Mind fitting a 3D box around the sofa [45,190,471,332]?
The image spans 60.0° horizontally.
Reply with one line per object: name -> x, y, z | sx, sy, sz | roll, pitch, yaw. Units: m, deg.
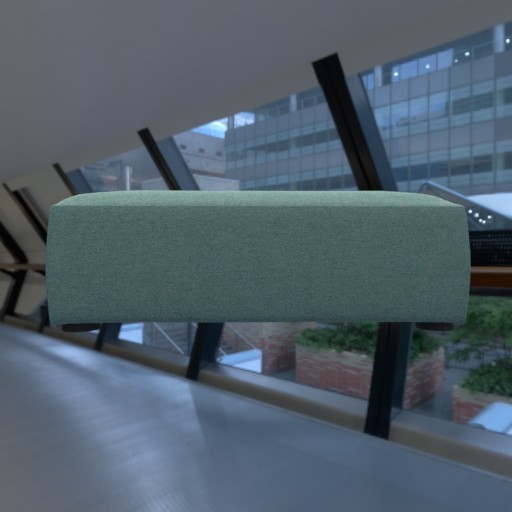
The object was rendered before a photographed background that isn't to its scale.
sofa -> 0.000, 0.000, 1.433 | 0.930, 0.330, 0.930 | 0, 1, -1
